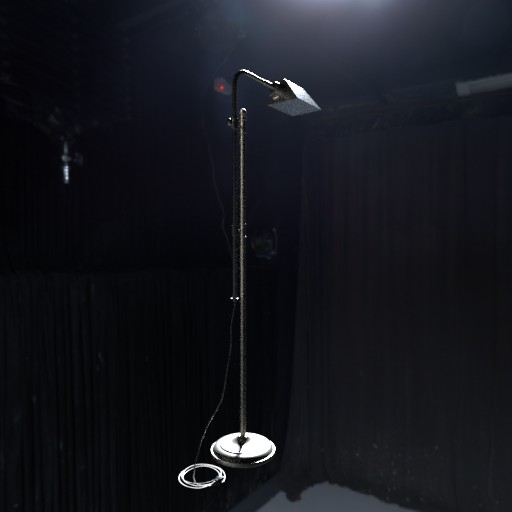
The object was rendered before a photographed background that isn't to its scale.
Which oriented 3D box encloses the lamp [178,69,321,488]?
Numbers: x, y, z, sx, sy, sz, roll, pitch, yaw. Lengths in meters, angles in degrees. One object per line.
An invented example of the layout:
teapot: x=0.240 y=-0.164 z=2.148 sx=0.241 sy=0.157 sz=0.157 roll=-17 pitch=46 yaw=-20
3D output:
lamp: x=0.000 y=0.000 z=1.833 sx=0.256 sy=1.571 sz=0.813 roll=1 pitch=1 yaw=37
